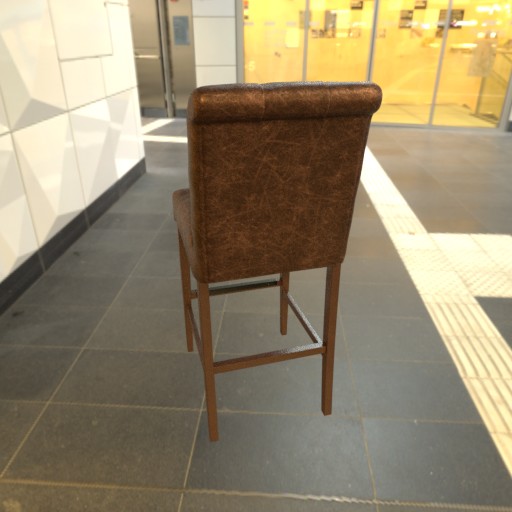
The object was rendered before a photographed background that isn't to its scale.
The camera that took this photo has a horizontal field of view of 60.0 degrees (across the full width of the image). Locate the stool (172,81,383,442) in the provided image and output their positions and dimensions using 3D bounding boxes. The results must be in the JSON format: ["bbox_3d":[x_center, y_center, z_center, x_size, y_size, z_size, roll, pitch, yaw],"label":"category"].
[{"bbox_3d":[0.000,0.000,1.524,0.483,1.168,0.659,-7,28,-14],"label":"stool"}]
